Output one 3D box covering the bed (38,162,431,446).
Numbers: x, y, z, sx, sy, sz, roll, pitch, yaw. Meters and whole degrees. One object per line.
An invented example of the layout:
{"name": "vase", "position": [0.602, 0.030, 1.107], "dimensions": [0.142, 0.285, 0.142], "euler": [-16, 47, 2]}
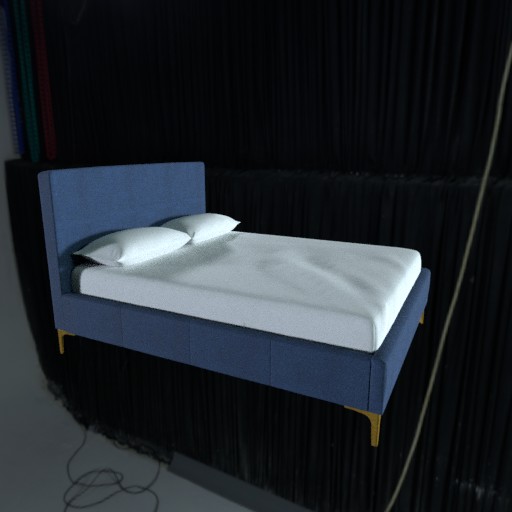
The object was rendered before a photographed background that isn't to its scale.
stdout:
{"name": "bed", "position": [0.000, 0.000, 3.127], "dimensions": [2.172, 1.231, 1.723], "euler": [7, 16, 26]}
